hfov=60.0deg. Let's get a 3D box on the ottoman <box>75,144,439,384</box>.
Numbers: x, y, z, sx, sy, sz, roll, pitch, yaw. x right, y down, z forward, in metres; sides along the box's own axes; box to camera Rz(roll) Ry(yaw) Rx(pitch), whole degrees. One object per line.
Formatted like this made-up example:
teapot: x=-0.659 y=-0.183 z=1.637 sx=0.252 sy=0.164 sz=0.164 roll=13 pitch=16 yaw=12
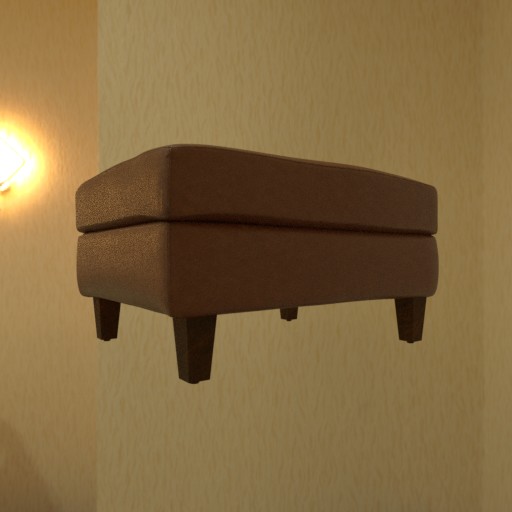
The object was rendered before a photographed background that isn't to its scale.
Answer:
ottoman: x=0.000 y=0.000 z=1.255 sx=0.851 sy=0.485 sz=0.650 roll=0 pitch=0 yaw=-36
